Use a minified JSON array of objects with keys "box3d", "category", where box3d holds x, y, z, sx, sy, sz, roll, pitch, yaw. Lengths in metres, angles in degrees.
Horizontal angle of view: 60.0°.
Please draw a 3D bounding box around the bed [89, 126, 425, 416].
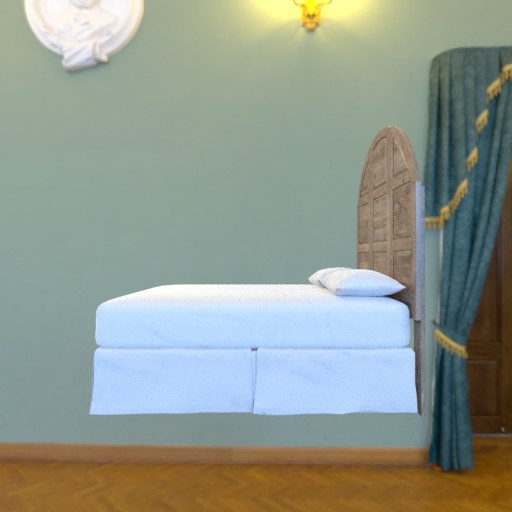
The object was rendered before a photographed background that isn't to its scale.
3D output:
[{"box3d":[0.000,0.000,3.555,2.112,2.002,1.713,0,0,0],"category":"bed"}]
